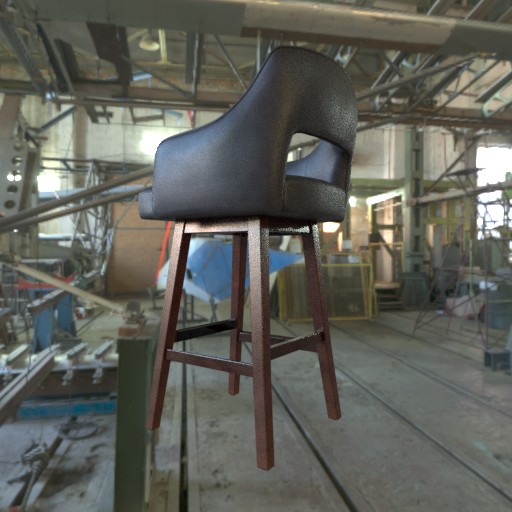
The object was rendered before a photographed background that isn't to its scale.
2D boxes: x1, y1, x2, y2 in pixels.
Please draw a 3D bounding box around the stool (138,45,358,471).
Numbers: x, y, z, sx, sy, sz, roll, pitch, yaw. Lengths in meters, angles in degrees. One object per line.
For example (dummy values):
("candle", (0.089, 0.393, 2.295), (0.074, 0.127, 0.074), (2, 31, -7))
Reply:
("stool", (0.000, 0.000, 1.346), (0.560, 1.041, 0.550), (1, 1, 35))
